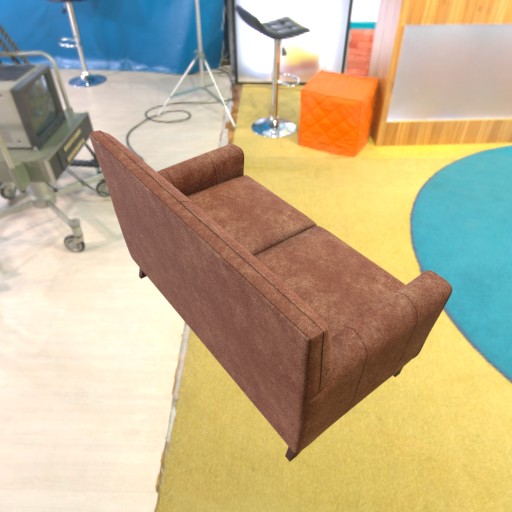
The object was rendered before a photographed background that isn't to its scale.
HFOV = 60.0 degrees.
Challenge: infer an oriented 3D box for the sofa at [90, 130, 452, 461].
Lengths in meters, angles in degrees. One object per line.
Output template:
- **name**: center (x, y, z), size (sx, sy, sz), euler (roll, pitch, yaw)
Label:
- **sofa**: center (0.000, 0.000, 2.014), size (0.787, 0.871, 1.473), euler (-26, 47, -27)
